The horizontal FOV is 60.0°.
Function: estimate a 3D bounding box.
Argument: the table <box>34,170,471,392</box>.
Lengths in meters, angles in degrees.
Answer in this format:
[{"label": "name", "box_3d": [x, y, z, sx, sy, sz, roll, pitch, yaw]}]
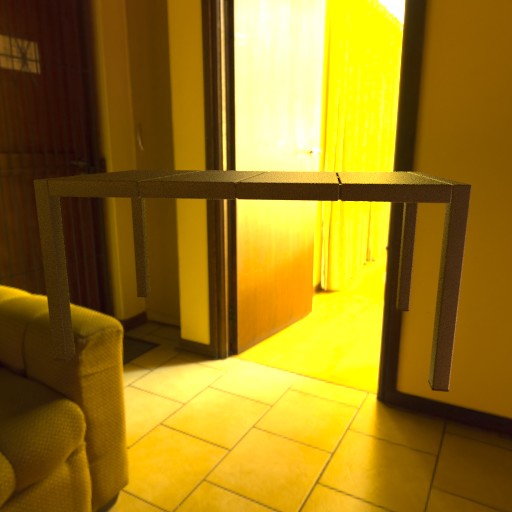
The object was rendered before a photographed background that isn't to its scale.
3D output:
[{"label": "table", "box_3d": [0.000, 0.000, 1.281, 0.965, 0.460, 0.559, 2, 14, 9]}]
